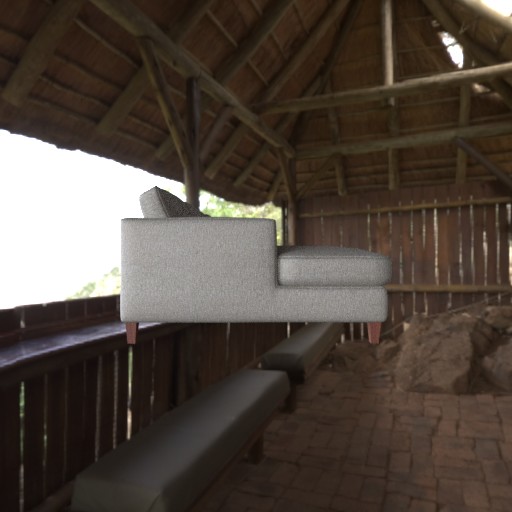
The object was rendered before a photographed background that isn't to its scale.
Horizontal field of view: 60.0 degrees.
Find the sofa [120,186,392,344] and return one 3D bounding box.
[{"bbox_3d":[0.000,0.000,3.950,1.502,0.876,3.201,0,2,0],"label":"sofa"}]
